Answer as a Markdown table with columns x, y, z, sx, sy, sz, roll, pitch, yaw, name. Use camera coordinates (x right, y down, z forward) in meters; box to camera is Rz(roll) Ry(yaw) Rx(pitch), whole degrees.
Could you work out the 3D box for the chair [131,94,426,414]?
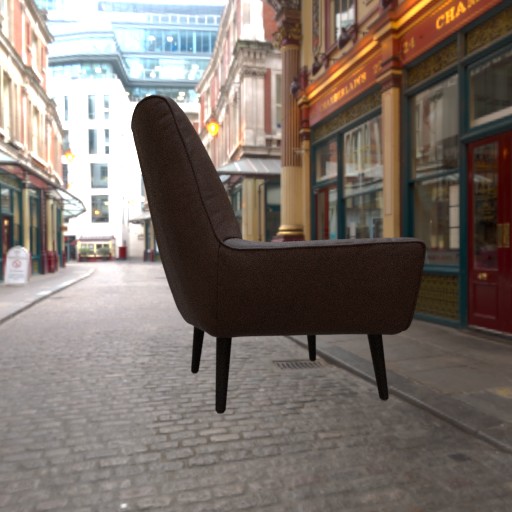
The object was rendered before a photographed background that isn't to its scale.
| x | y | z | sx | sy | sz | roll | pitch | yaw | name |
| --- | --- | --- | --- | --- | --- | --- | --- | --- | --- |
| 0.000 | 0.000 | 1.517 | 0.824 | 0.888 | 0.787 | 0 | 0 | -17 | chair |
